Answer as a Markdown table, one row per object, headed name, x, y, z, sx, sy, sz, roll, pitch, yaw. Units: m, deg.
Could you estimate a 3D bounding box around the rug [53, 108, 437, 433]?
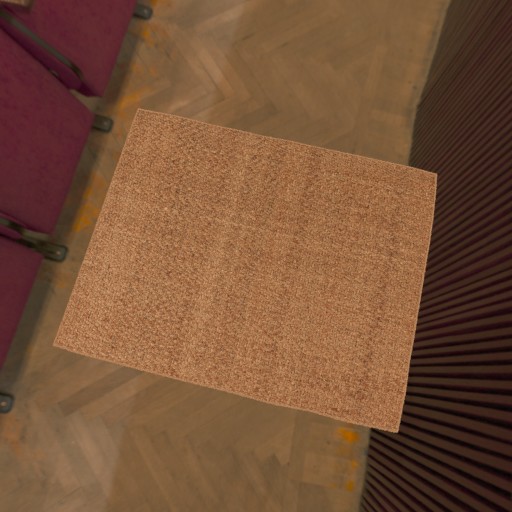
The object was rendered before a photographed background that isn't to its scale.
| name | x | y | z | sx | sy | sz | roll | pitch | yaw |
| --- | --- | --- | --- | --- | --- | --- | --- | --- | --- |
| rug | 0.000 | 0.000 | 4.047 | 3.048 | 0.013 | 2.439 | 13 | 76 | 3 |
